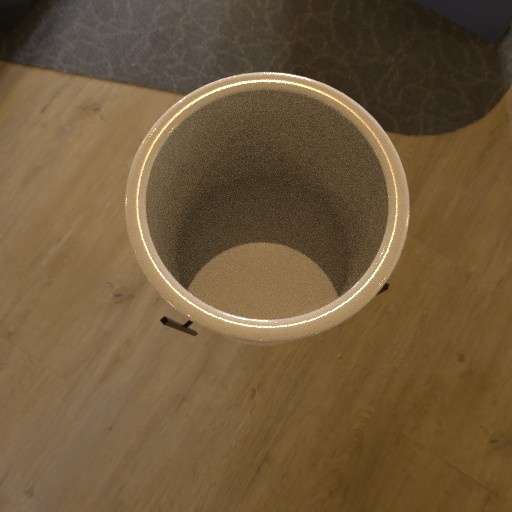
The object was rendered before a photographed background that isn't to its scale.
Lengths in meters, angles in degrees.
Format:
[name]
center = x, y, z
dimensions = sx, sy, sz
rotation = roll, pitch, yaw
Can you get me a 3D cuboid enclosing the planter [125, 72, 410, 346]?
[planter]
center = 0.000, 0.000, 0.639
dimensions = 0.308, 0.431, 0.307
rotation = -40, 80, -9
